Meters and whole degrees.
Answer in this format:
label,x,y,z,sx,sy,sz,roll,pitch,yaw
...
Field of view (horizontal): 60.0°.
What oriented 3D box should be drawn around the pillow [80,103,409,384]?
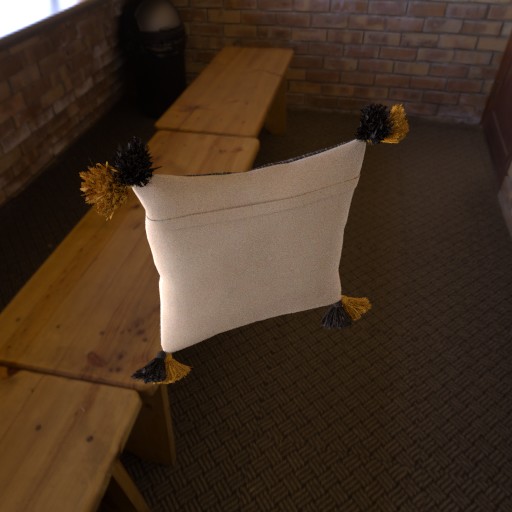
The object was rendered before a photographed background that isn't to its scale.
label,x,y,z,sx,sy,sz,roll,pitch,yaw
pillow,0.000,0.000,0.980,0.654,0.659,0.139,-14,43,-15
